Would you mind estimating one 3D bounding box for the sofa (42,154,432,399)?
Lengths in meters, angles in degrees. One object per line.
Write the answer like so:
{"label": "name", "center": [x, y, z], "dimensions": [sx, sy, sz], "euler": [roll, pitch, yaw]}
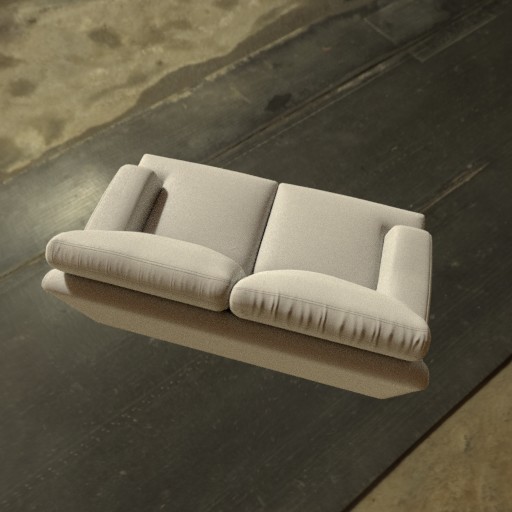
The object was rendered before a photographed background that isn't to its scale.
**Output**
{"label": "sofa", "center": [0.000, 0.000, 2.481], "dimensions": [1.880, 0.940, 1.143], "euler": [14, 64, 7]}
